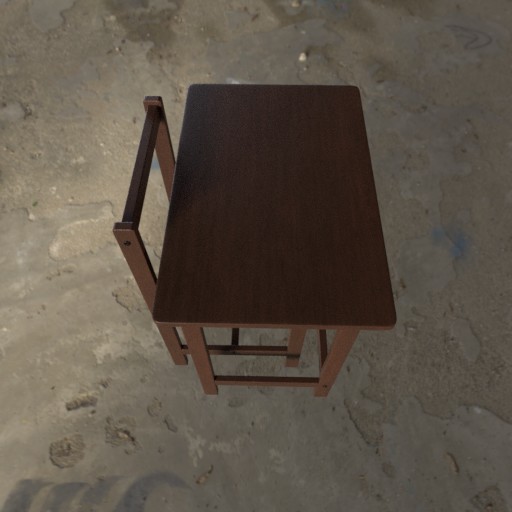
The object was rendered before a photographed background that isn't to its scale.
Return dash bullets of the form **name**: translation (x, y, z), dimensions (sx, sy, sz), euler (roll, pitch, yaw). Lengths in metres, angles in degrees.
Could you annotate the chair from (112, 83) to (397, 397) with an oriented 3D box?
- **chair**: translation (0.000, 0.000, 1.091), dimensions (0.463, 0.673, 0.599), euler (1, 58, 1)
